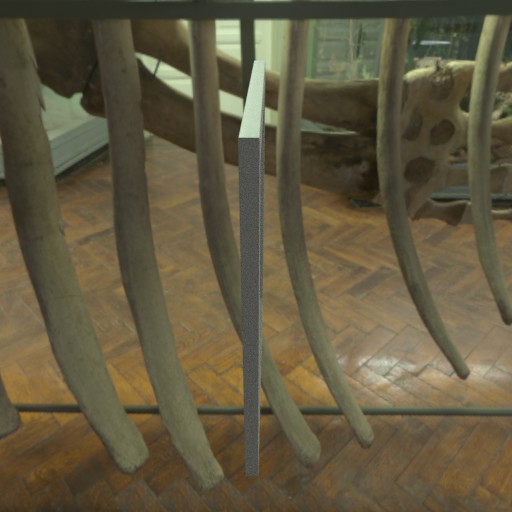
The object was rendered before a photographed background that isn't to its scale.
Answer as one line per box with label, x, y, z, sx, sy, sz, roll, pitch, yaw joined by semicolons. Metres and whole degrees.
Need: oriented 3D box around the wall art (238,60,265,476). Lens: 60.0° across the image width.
wall art;0.000;0.000;0.738;0.020;0.536;0.444;1;32;1
